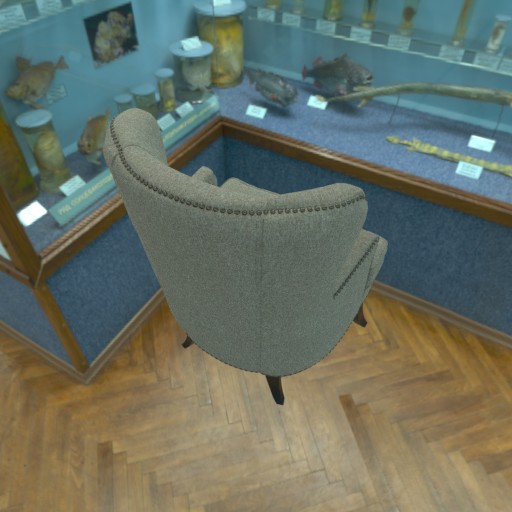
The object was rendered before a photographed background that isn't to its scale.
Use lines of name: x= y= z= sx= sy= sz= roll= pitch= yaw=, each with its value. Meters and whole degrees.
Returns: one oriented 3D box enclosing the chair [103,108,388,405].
chair: x=0.000 y=0.000 z=1.579 sx=0.759 sy=1.060 sz=0.758 roll=25 pitch=51 yaw=22
